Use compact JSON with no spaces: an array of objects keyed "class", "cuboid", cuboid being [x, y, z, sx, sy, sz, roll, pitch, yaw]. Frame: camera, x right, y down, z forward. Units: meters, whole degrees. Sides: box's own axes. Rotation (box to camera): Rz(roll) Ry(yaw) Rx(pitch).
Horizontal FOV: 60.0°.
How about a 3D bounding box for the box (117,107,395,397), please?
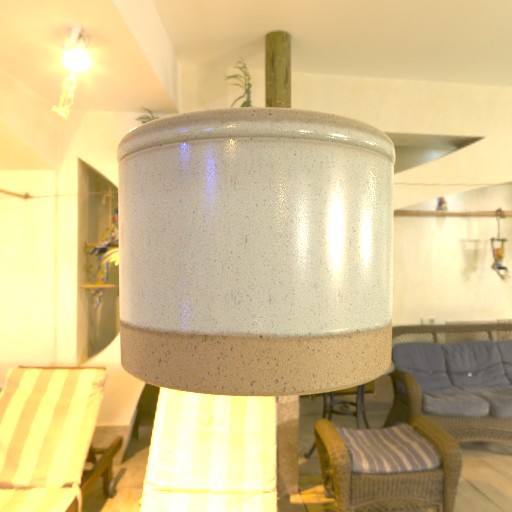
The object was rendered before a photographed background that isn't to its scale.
[{"class":"box","cuboid":[0.000,0.000,0.256,0.154,0.123,0.154,0,-1,0]}]
